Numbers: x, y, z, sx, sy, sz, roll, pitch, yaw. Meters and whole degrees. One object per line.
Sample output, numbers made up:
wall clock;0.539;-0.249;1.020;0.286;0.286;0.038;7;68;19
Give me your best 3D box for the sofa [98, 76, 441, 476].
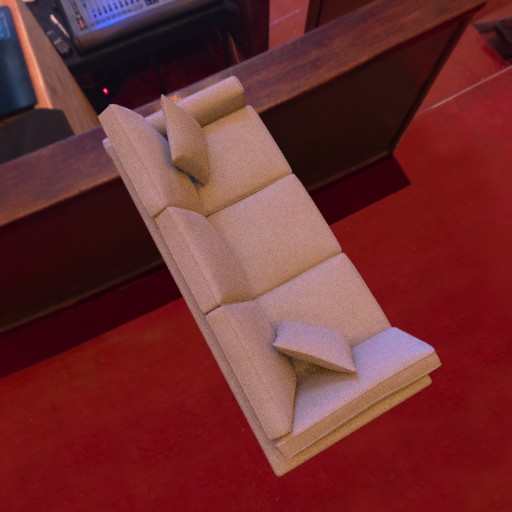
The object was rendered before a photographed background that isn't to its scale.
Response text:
sofa;0.000;0.000;2.869;1.061;0.962;2.317;-28;77;-7
